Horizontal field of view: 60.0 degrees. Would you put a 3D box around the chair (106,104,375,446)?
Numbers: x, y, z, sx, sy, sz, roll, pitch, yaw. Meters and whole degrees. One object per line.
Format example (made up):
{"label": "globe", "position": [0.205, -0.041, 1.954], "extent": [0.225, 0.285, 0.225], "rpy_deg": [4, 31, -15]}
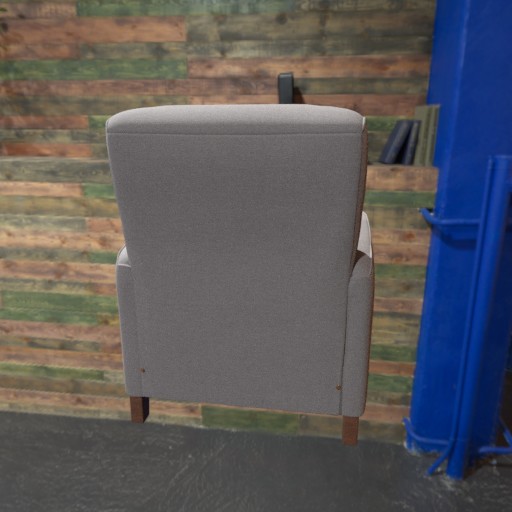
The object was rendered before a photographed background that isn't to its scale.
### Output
{"label": "chair", "position": [0.000, 0.000, 1.637], "extent": [0.845, 1.023, 0.859], "rpy_deg": [2, 16, 8]}
